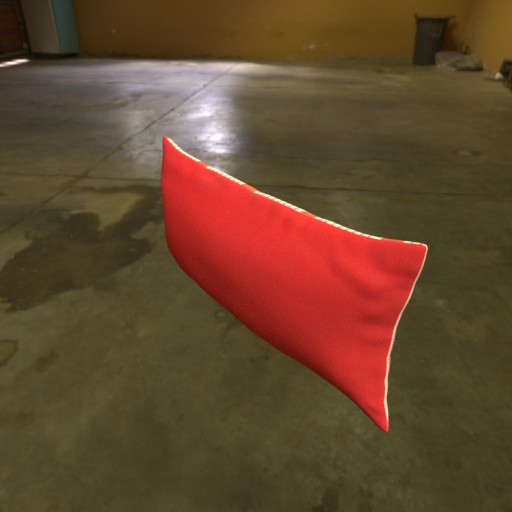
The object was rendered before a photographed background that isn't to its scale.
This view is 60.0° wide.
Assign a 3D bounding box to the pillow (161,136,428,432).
[{"bbox_3d":[0.000,0.000,0.756,0.151,0.297,0.608,-21,35,-32],"label":"pillow"}]
